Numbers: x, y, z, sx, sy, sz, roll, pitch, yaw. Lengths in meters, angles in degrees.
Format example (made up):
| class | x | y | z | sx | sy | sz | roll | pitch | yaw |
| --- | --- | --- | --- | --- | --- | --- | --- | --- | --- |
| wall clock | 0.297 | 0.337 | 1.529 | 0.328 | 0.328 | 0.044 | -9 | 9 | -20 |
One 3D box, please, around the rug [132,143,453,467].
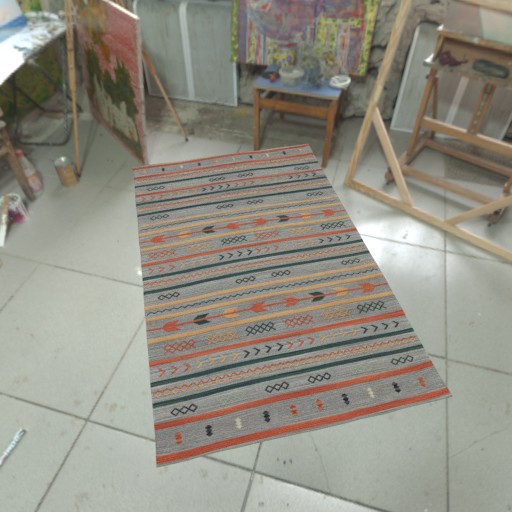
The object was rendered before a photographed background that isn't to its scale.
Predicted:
| class | x | y | z | sx | sy | sz | roll | pitch | yaw |
| --- | --- | --- | --- | --- | --- | --- | --- | --- | --- |
| rug | 0.000 | 0.000 | 3.002 | 1.537 | 0.029 | 2.439 | -10 | 47 | -9 |
